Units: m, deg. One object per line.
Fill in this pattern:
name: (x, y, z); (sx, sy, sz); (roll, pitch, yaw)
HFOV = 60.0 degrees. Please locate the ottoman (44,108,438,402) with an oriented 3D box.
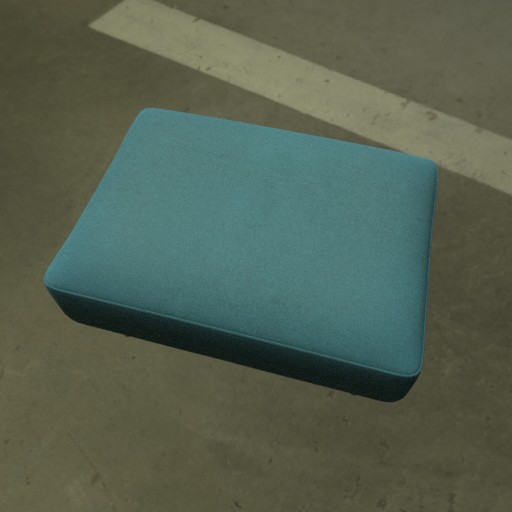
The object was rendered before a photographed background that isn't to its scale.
ottoman: (0.000, 0.000, 1.071); (0.749, 0.428, 0.549); (13, 59, 8)
